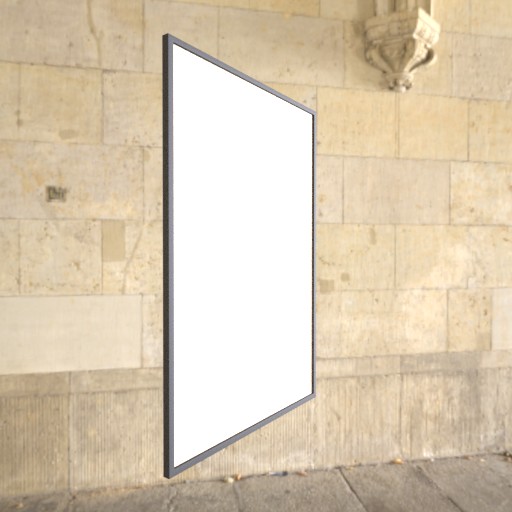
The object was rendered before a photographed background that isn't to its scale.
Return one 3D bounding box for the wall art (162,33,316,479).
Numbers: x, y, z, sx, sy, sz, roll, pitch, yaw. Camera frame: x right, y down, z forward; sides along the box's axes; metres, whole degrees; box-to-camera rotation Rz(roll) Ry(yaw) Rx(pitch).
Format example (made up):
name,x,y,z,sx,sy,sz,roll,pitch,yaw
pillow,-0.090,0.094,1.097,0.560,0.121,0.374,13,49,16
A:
name,x,y,z,sx,sy,sz,roll,pitch,yaw
wall art,0.000,0.000,0.841,0.013,0.657,0.457,1,1,36
